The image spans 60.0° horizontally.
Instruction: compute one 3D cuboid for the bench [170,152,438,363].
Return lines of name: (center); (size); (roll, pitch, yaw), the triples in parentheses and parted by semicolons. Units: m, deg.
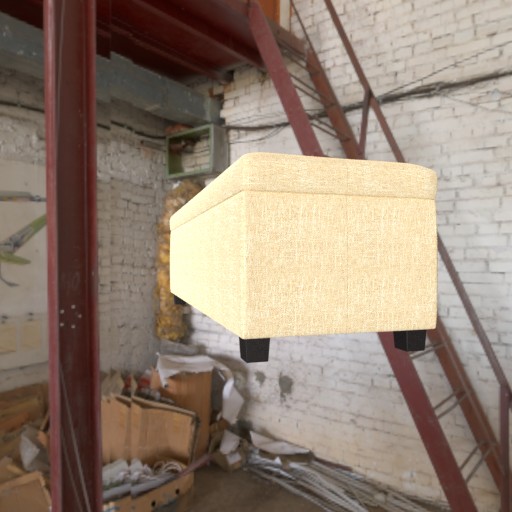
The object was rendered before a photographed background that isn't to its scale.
bench: (0.000, 0.000, 1.434); (0.432, 0.406, 1.219); (0, 0, -17)
